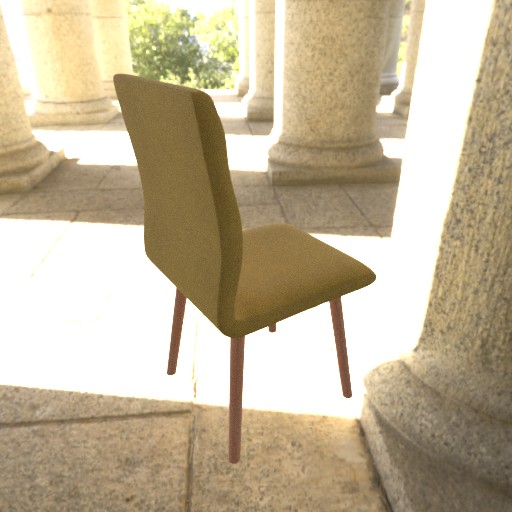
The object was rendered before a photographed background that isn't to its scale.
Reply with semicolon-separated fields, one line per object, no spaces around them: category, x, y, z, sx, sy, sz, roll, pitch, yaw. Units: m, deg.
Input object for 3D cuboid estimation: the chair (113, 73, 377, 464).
chair;0.000;0.000;1.269;0.550;0.965;0.450;-17;32;-30
